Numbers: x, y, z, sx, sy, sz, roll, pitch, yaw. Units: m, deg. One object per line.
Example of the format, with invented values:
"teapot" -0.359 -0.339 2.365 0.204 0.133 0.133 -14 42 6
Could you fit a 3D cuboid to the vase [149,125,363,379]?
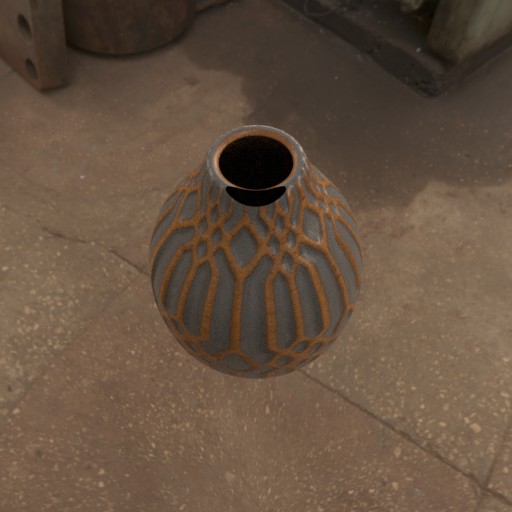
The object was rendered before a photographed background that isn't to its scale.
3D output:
"vase" 0.000 0.000 0.142 0.069 0.088 0.069 0 58 0
